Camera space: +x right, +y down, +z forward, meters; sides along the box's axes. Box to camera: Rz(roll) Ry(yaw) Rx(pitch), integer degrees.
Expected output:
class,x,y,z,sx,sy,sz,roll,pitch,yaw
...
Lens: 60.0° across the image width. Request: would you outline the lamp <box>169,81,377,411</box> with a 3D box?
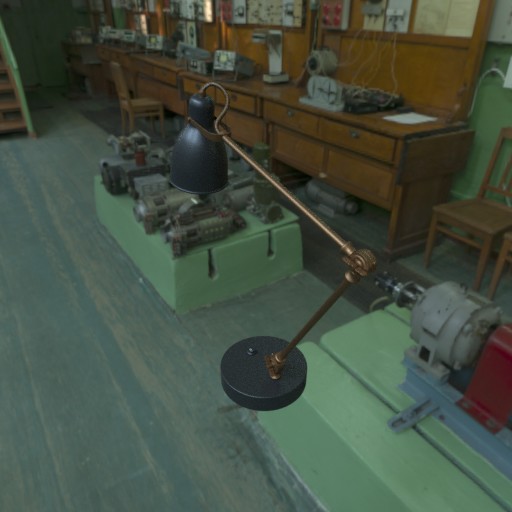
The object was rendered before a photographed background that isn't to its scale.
class,x,y,z,sx,sy,sz,roll,pitch,yaw
lamp,0.000,0.000,0.847,0.187,0.587,0.561,-19,35,-29
